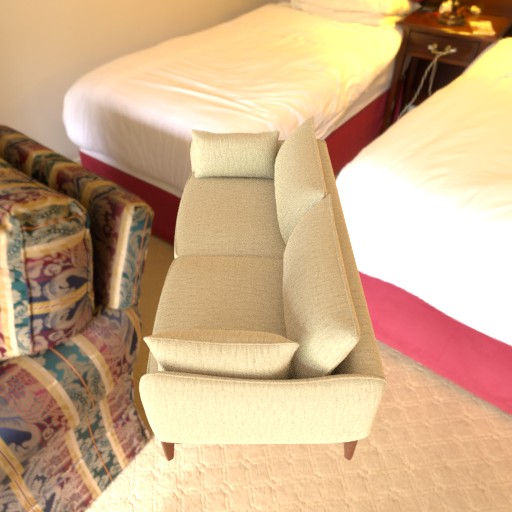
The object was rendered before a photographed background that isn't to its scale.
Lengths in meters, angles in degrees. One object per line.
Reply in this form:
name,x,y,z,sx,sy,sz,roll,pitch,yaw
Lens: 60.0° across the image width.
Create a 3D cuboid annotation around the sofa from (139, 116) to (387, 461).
sofa,0.000,0.000,2.495,0.991,0.860,1.989,0,42,0
